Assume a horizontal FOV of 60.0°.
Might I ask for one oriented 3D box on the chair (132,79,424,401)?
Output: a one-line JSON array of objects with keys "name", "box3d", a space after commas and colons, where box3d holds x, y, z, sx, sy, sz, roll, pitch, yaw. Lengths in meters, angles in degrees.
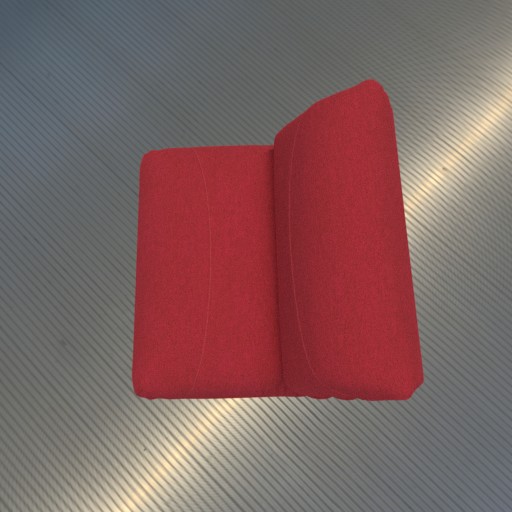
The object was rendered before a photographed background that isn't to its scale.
[{"name": "chair", "box3d": [0.000, 0.000, 1.317, 0.780, 0.580, 0.820, -2, 76, 0]}]
